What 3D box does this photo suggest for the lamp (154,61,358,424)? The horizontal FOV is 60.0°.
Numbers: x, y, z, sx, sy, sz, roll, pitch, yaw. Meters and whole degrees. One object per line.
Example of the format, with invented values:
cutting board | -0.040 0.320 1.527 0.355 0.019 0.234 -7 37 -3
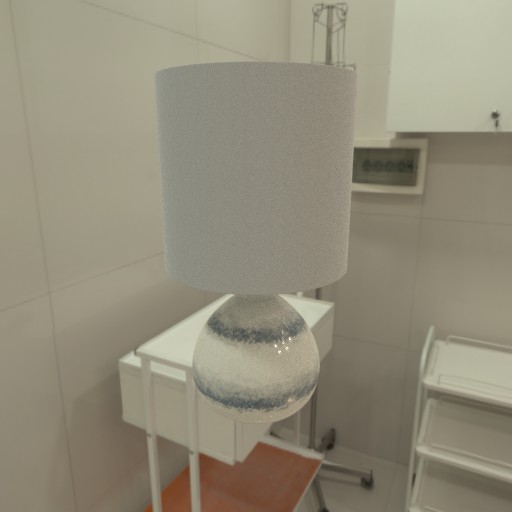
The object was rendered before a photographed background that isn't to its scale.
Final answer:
lamp | 0.000 0.000 0.536 0.216 0.404 0.216 7 17 26
